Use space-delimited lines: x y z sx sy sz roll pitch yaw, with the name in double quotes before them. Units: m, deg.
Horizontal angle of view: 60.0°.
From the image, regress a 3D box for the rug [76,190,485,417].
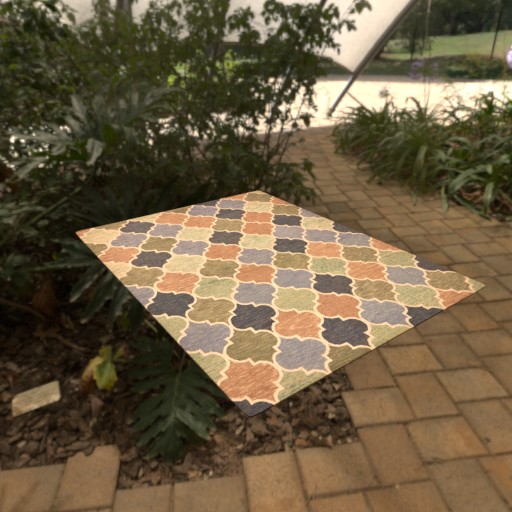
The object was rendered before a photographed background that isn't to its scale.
"rug" 0.000 0.000 4.215 2.439 0.013 3.200 -18 31 -32
